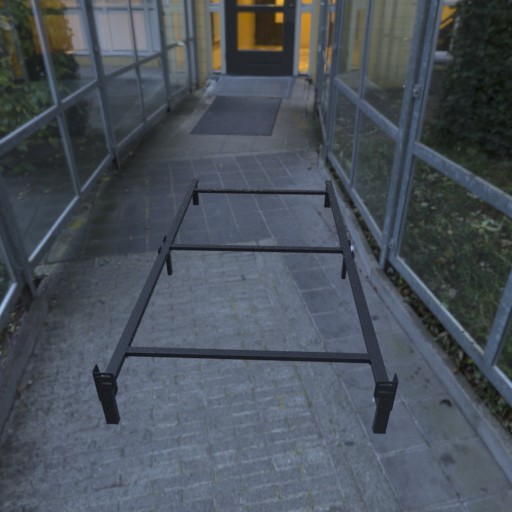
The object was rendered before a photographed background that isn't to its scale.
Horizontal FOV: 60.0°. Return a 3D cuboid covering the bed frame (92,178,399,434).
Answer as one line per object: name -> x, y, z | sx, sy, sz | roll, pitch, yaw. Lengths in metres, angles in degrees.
bed frame -> 0.000, 0.000, 2.261 | 0.968, 0.248, 1.897 | 1, 31, 2
